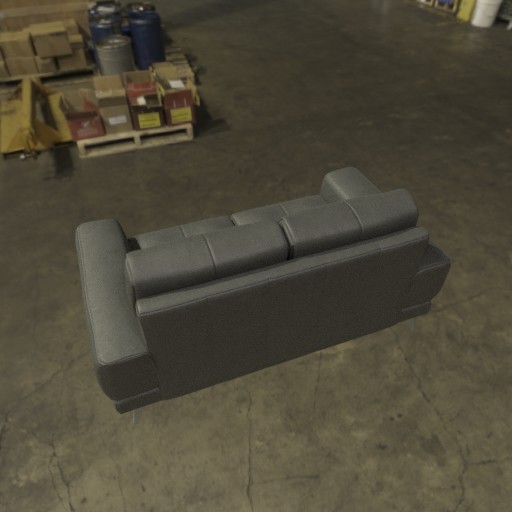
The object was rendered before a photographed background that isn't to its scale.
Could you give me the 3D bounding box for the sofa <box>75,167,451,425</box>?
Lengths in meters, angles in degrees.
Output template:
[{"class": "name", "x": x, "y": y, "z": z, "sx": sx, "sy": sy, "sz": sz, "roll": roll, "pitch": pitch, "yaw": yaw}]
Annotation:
[{"class": "sofa", "x": 0.000, "y": 0.000, "z": 2.405, "sx": 1.806, "sy": 0.907, "sz": 1.018, "roll": -14, "pitch": 44, "yaw": -15}]
